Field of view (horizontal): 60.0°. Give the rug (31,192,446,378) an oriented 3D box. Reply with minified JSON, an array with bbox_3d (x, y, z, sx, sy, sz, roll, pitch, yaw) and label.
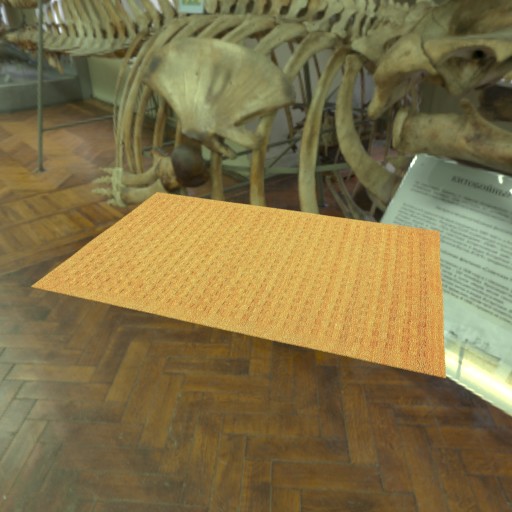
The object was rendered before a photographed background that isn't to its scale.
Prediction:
[{"bbox_3d":[0.000,0.000,2.209,1.747,0.006,1.143,10,32,16],"label":"rug"}]
